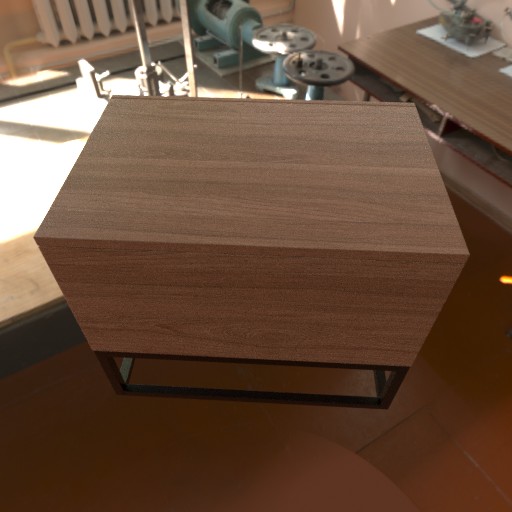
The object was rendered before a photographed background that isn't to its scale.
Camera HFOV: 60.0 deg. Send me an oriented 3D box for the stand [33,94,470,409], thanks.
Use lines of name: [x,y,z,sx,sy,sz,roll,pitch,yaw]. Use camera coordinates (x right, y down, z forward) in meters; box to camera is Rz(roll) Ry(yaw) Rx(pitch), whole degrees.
stand: [0.000,0.000,0.932,0.600,0.500,0.420,2,48,2]
